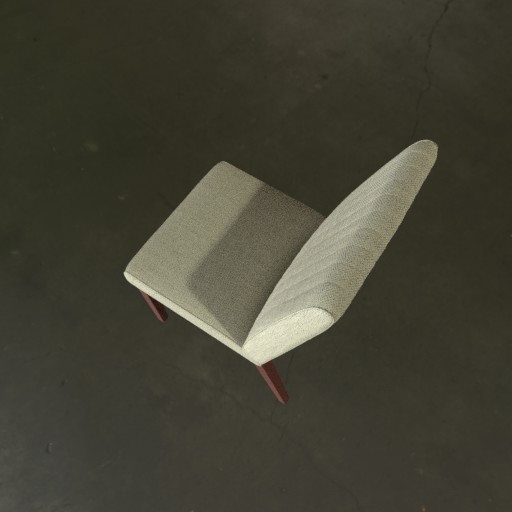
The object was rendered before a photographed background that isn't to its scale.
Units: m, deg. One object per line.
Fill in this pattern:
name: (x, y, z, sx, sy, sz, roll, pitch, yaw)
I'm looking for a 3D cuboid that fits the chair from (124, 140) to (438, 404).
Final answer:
chair: (0.000, 0.000, 1.227, 0.594, 0.900, 0.480, 30, 67, 15)
